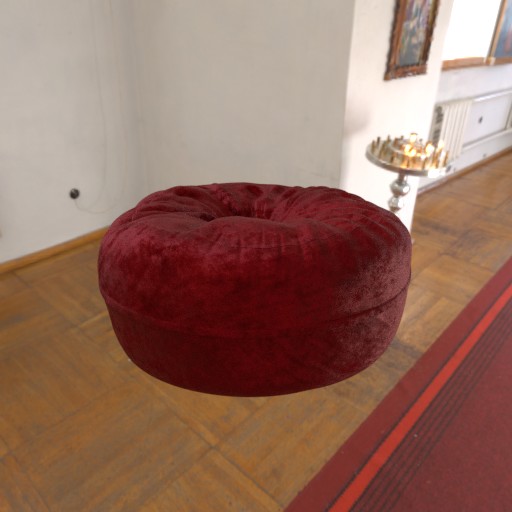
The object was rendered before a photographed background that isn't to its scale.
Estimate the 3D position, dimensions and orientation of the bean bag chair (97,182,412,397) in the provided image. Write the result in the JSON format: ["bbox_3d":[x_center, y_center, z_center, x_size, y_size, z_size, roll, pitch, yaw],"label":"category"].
[{"bbox_3d":[0.000,0.000,2.408,1.524,0.878,1.524,-1,30,-2],"label":"bean bag chair"}]
